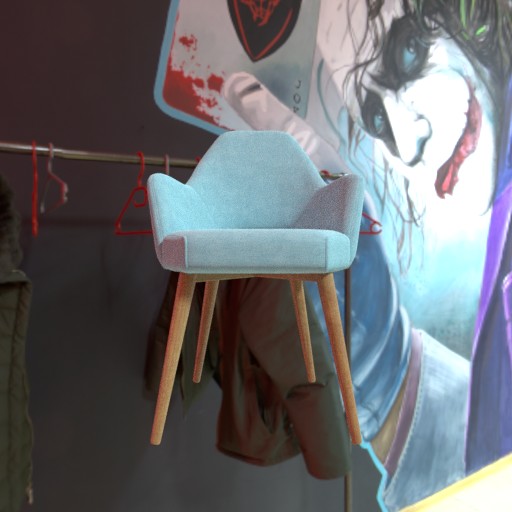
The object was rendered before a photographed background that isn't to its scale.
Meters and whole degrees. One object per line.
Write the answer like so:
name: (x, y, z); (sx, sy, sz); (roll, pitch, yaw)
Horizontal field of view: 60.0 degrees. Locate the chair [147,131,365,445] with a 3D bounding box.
chair: (0.000, 0.000, 1.263); (0.590, 0.840, 0.610); (0, 2, 0)
